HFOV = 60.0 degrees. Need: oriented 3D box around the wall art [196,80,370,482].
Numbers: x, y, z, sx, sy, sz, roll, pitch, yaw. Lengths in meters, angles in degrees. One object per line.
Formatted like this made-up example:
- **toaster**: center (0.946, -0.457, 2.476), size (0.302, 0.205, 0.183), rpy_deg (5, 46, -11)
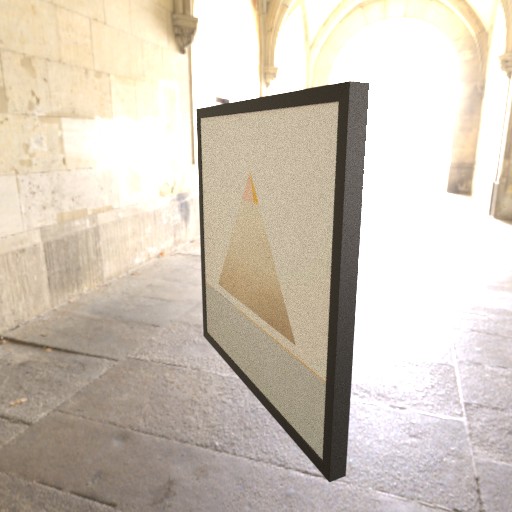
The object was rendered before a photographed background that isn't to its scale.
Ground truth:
- **wall art**: center (0.000, 0.000, 1.147), size (0.042, 0.766, 0.769), rpy_deg (-7, 16, -25)
